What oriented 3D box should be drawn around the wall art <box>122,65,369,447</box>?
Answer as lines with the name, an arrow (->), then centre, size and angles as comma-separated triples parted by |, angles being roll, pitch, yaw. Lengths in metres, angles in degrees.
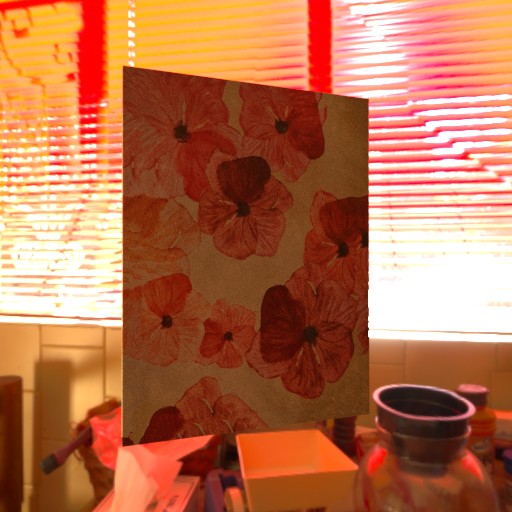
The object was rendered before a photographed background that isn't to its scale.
wall art -> 0.000, 0.000, 1.316 | 0.762, 1.015, 0.031 | 0, 0, -19
